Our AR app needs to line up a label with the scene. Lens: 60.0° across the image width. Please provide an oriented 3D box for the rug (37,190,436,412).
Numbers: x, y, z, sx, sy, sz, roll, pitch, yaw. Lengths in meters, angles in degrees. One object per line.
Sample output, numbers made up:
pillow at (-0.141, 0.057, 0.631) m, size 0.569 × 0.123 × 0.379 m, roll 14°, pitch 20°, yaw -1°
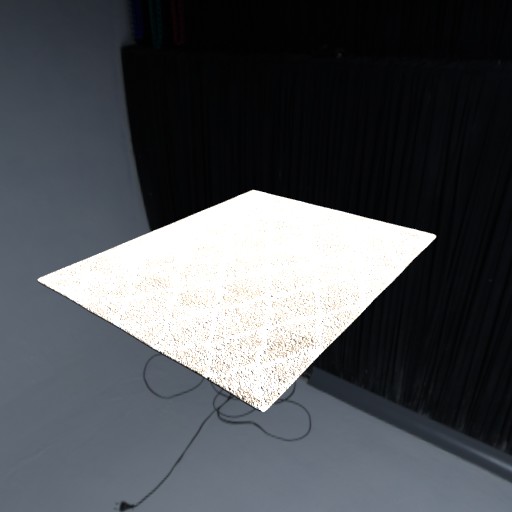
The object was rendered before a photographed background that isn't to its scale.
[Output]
rug at (0.000, 0.000, 4.227) m, size 2.438 × 0.029 × 3.047 m, roll 19°, pitch 33°, yaw 33°
